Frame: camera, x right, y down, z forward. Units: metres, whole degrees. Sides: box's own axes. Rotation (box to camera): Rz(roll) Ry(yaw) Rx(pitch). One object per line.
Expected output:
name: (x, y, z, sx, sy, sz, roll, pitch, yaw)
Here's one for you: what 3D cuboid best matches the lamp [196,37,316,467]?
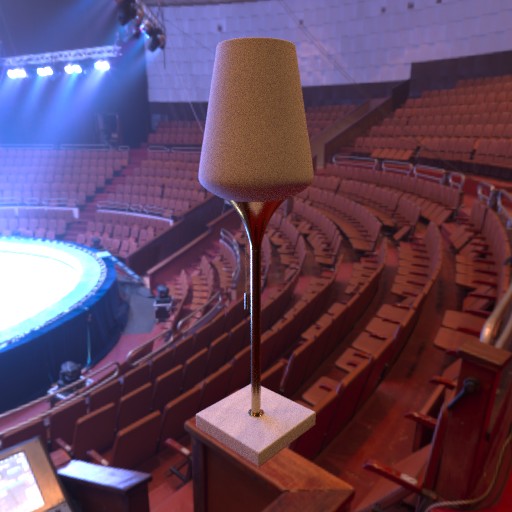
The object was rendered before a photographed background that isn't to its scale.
lamp: (0.000, 0.000, 0.732, 0.181, 0.639, 0.181, 12, 18, 41)
